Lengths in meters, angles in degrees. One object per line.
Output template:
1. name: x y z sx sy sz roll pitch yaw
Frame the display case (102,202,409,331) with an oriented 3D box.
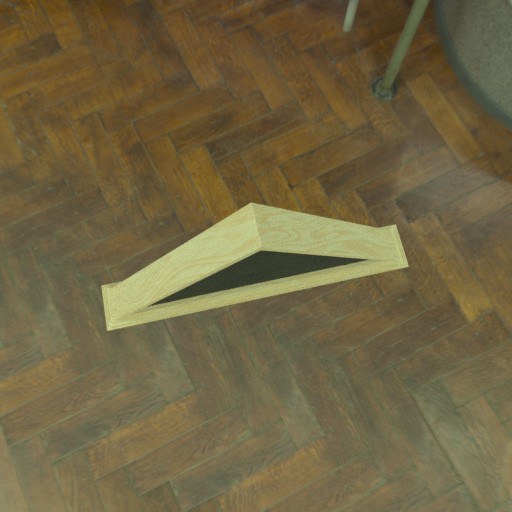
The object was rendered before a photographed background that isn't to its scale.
1. display case: 0.000 0.000 0.772 0.640 0.340 0.095 -12 76 -3
